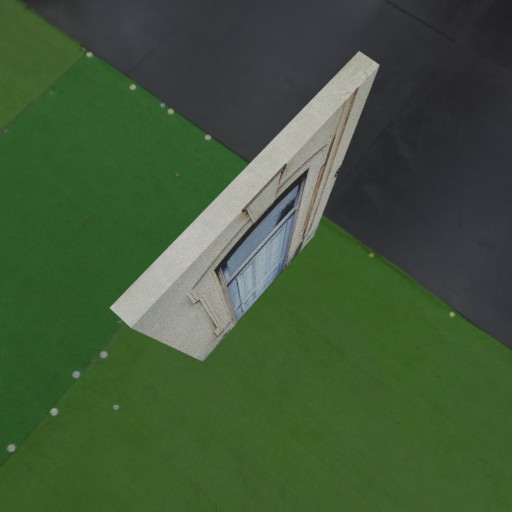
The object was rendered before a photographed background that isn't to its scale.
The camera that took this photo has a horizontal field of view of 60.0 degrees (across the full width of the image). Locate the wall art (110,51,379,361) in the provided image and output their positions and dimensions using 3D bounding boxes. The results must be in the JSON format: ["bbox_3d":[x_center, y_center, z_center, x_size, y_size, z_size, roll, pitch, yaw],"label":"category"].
[{"bbox_3d":[0.000,0.000,0.964,0.038,0.764,0.508,40,77,11],"label":"wall art"}]
